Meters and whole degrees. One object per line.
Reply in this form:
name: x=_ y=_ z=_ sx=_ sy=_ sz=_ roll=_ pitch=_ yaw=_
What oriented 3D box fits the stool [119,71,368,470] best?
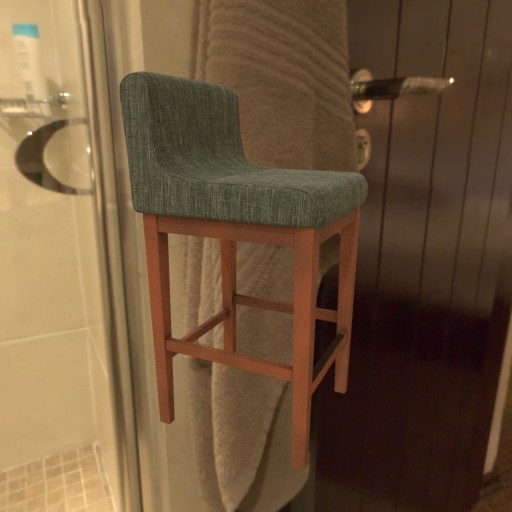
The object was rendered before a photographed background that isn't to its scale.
stool: x=0.000 y=0.000 z=1.095 sx=0.459 sy=0.835 sz=0.395 roll=7 pitch=17 yaw=25
